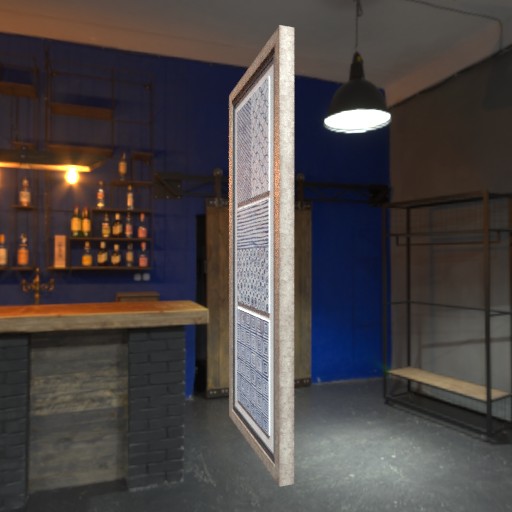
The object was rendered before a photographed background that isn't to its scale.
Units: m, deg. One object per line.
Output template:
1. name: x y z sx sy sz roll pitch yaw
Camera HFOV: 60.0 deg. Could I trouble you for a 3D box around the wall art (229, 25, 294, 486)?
1. wall art: 0.000 0.000 1.718 0.051 1.461 0.648 0 0 -18
